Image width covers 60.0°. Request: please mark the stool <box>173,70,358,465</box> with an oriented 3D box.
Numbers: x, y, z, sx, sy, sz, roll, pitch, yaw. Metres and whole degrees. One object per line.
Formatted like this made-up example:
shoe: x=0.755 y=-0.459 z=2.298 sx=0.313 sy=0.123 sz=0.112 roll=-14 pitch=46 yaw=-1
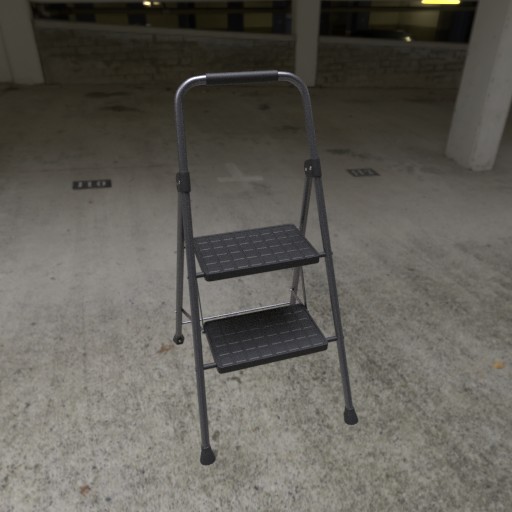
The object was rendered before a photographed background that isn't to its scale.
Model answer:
stool: x=0.000 y=0.000 z=1.165 sx=0.450 sy=0.872 sz=0.514 roll=-9 pitch=32 yaw=-15
